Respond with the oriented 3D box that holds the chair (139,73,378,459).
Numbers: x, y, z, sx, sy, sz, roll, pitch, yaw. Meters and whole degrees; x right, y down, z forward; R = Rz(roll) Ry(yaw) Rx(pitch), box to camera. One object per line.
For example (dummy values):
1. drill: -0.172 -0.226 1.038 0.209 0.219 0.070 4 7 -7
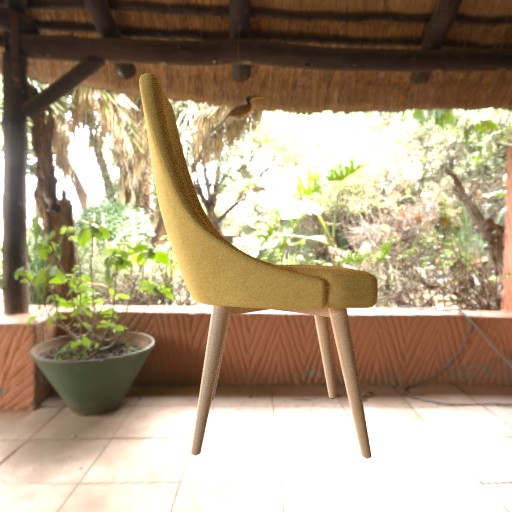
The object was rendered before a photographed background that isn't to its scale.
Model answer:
1. chair: 0.000 0.000 1.366 0.660 1.040 0.510 0 1 -1
